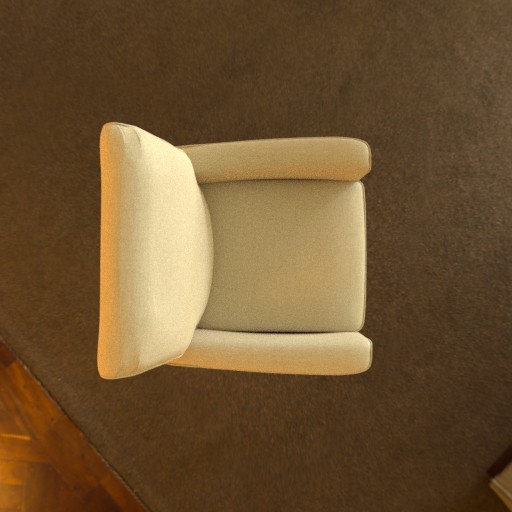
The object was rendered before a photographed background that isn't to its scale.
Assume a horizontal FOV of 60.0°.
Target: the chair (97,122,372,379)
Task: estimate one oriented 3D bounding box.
[{"bbox_3d":[0.000,0.000,1.644,0.858,1.023,0.841,0,89,-1],"label":"chair"}]
